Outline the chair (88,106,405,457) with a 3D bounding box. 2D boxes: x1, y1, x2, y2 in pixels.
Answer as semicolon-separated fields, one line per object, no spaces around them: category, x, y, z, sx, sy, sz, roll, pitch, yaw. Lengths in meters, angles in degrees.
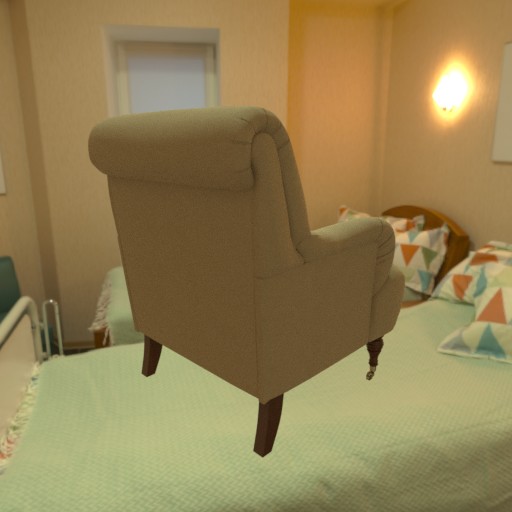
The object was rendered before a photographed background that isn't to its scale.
chair;0.000;0.000;1.547;0.842;0.942;0.766;-14;20;-43
